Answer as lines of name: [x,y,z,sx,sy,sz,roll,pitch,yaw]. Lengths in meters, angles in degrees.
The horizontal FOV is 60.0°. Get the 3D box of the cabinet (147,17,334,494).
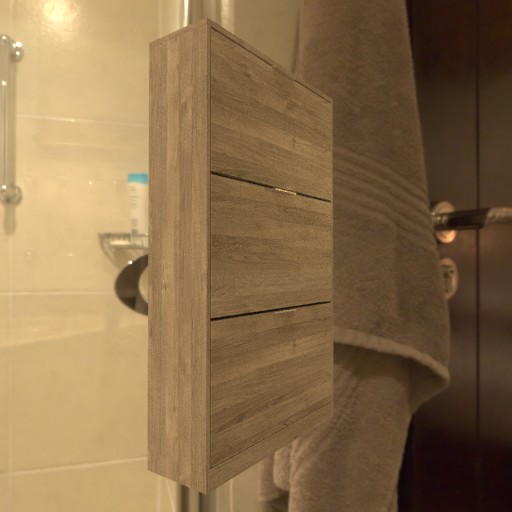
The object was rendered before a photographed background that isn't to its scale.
cabinet: [0.000,0.000,1.555,0.250,1.280,0.750,-1,-1,36]
